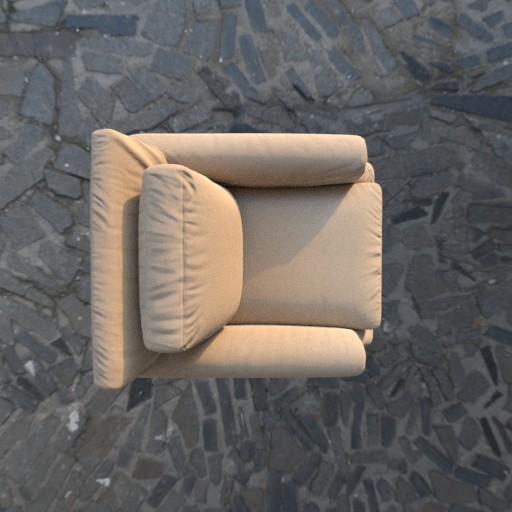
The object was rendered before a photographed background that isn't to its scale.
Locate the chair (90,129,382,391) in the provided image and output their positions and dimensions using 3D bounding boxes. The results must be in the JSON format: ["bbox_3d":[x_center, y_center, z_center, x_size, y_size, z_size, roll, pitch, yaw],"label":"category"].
[{"bbox_3d":[0.000,0.000,1.777,1.066,0.866,0.940,0,91,1],"label":"chair"}]
